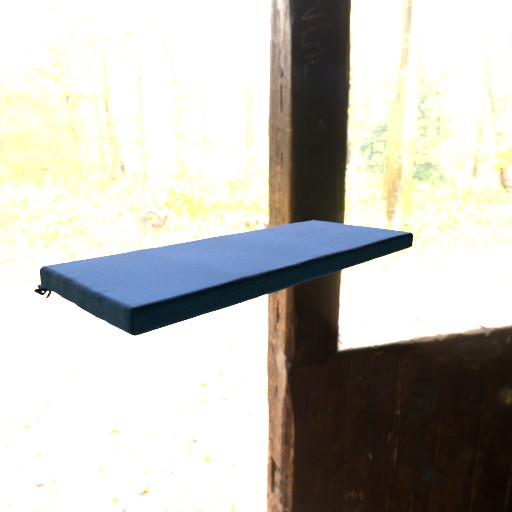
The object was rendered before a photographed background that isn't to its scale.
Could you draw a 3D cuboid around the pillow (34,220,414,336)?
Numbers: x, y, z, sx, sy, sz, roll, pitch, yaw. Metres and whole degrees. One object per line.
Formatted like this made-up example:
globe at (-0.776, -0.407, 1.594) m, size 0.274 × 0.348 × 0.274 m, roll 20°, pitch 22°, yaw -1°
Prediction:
pillow at (0.000, 0.000, 1.369) m, size 0.492 × 0.081 × 1.187 m, roll 12°, pitch 18°, yaw 43°
